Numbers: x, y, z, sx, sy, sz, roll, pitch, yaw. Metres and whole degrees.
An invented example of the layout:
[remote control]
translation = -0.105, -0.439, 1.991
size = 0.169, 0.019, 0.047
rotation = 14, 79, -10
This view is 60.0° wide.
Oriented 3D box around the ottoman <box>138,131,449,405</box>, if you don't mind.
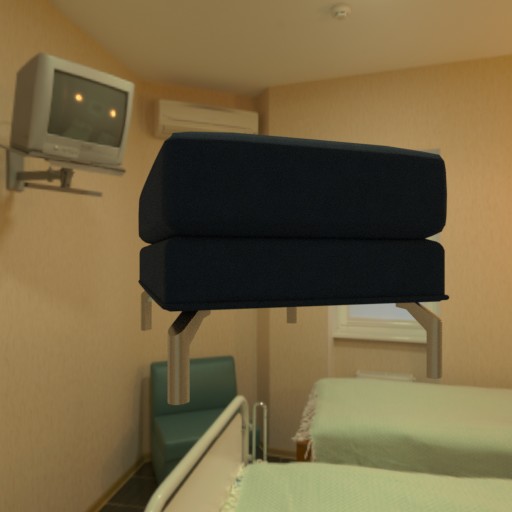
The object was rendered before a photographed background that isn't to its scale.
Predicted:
[ottoman]
translation = 0.000, 0.000, 1.206
size = 0.587, 0.498, 0.835
rotation = 0, 0, -18
